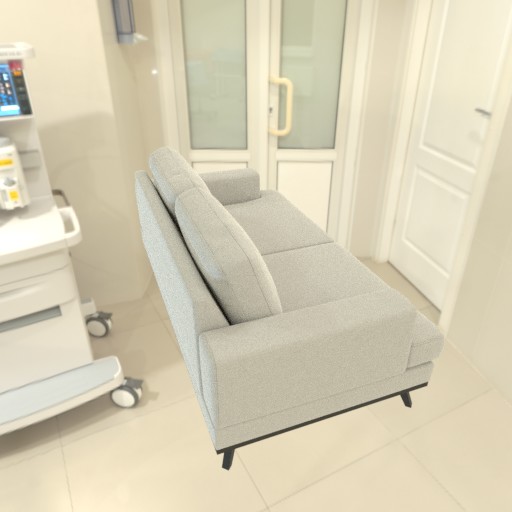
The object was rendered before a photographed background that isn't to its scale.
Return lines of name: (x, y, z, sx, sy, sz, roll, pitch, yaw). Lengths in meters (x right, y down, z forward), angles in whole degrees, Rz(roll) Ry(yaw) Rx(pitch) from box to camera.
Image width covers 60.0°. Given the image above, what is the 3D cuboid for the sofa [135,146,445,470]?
sofa: (0.000, 0.000, 2.169, 0.920, 0.810, 1.650, -11, 31, -18)
